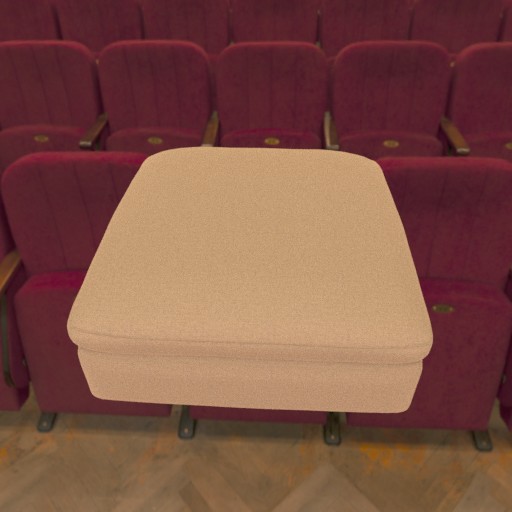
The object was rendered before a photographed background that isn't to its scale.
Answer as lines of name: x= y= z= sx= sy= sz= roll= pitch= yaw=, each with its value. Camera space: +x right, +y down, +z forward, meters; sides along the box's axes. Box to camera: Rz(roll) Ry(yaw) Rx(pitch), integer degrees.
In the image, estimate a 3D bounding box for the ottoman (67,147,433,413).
ottoman: x=0.000 y=0.000 z=1.558 sx=0.977 sy=0.467 sz=0.996 roll=2 pitch=41 yaw=2
